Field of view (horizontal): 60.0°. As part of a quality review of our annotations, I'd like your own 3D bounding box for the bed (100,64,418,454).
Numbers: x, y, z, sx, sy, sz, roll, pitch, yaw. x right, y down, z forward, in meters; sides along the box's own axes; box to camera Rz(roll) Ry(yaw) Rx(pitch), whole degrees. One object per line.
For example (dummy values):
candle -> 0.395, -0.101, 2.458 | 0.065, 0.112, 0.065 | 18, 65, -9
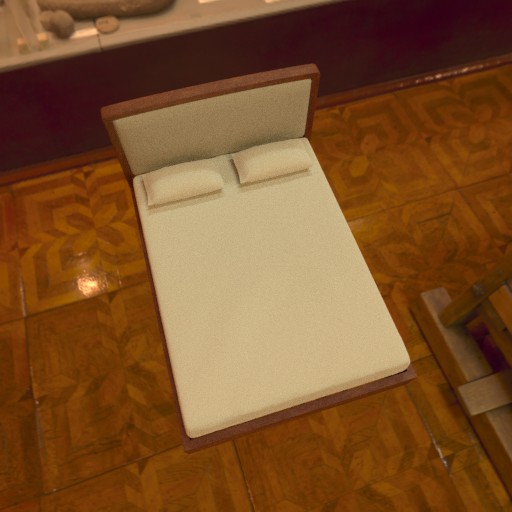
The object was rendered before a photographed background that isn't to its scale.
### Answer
bed -> 0.000, 0.000, 3.193 | 1.587, 1.275, 2.196 | -15, 63, -8
